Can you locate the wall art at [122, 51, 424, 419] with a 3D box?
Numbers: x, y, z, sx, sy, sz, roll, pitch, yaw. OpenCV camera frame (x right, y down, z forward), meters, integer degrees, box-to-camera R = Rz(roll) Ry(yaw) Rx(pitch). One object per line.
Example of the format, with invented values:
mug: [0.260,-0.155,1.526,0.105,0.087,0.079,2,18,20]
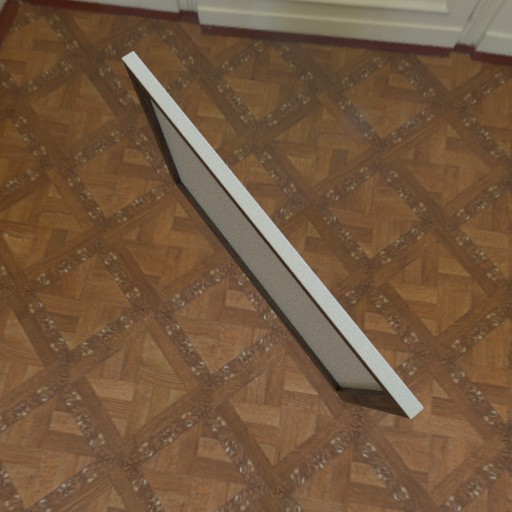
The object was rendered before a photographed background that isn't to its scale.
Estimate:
wall art: [0.000,0.000,1.910,0.051,1.016,1.520,-36,78,-9]
